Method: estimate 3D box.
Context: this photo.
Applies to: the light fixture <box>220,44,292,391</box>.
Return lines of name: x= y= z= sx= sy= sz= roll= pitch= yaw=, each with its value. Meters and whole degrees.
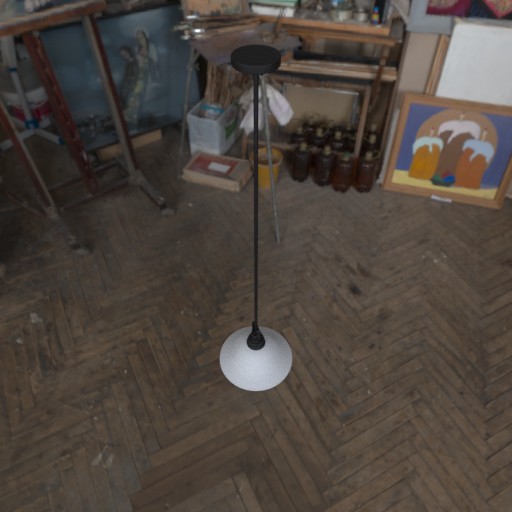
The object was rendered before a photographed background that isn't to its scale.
light fixture: x=0.000 y=0.000 z=1.487 sx=0.324 sy=1.337 sz=0.324 roll=-16 pitch=50 yaw=-14
